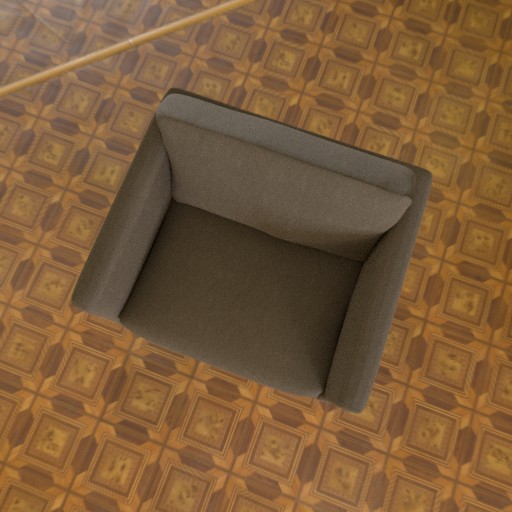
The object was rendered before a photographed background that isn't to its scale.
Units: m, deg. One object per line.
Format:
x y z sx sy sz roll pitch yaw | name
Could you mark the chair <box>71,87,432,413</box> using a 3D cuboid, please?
0.000 0.000 1.854 1.107 0.963 0.959 20 77 5 | chair
